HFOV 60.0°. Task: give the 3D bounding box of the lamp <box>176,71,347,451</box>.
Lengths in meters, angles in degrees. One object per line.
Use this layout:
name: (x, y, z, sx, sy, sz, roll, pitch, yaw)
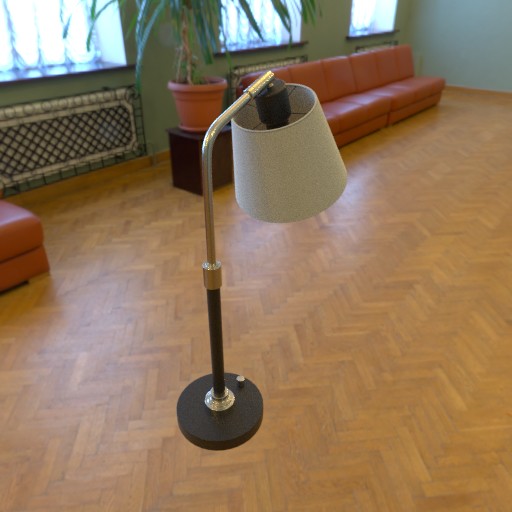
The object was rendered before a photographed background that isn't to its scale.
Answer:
lamp: (0.000, 0.000, 0.699, 0.181, 0.539, 0.348, 21, 36, 32)
